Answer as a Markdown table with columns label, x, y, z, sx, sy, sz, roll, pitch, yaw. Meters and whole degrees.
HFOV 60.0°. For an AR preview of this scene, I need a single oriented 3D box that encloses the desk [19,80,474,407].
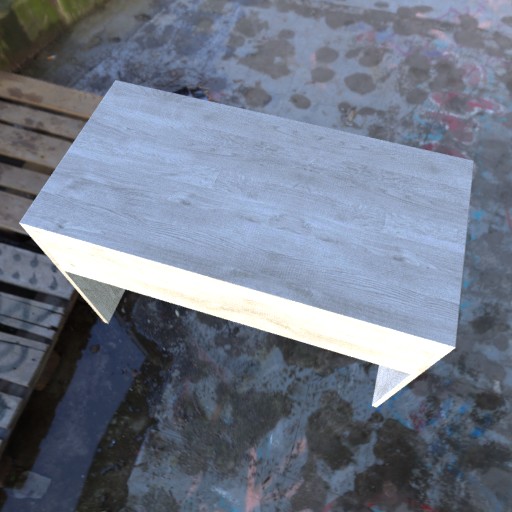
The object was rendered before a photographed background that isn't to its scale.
| label | x | y | z | sx | sy | sz | roll | pitch | yaw |
| --- | --- | --- | --- | --- | --- | --- | --- | --- | --- |
| desk | 0.000 | 0.000 | 1.507 | 1.100 | 0.730 | 0.560 | 15 | 62 | 8 |
